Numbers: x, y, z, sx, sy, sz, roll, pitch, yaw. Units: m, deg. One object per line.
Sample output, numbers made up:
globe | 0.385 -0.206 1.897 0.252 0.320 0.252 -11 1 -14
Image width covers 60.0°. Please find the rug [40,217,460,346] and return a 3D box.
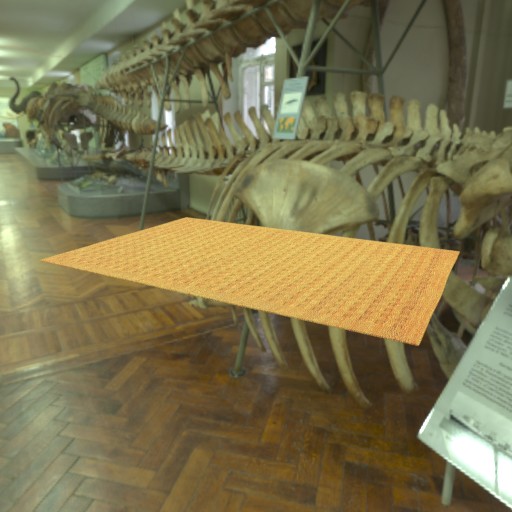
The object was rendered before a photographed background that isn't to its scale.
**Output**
rug | 0.000 0.000 2.195 1.747 0.006 1.143 9 19 28
